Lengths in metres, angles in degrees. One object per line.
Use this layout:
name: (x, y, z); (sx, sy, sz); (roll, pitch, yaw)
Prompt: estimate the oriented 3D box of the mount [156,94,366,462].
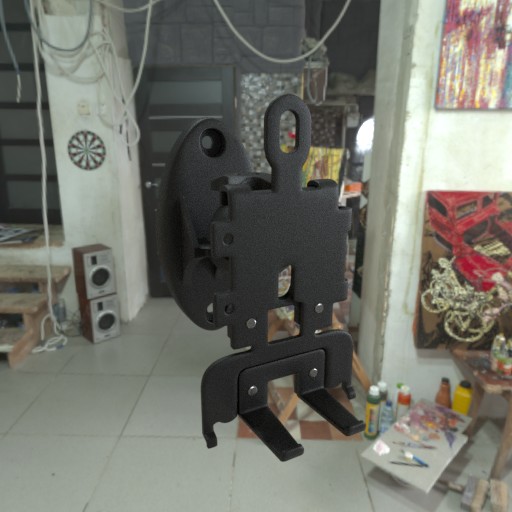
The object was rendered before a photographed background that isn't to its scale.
mount: (0.000, 0.000, 0.176); (0.066, 0.118, 0.100); (-8, 18, -27)
